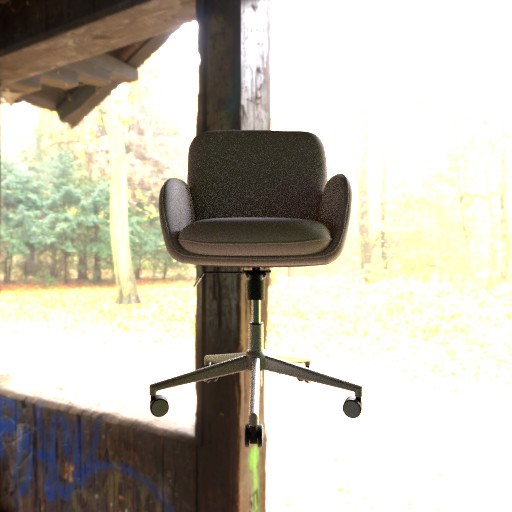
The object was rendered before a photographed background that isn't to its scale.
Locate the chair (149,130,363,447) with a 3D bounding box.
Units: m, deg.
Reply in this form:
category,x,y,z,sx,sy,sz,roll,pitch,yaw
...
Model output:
category,x,y,z,sx,sy,sz,roll,pitch,yaw
chair,0.000,0.000,1.405,0.648,0.959,0.633,0,1,1
